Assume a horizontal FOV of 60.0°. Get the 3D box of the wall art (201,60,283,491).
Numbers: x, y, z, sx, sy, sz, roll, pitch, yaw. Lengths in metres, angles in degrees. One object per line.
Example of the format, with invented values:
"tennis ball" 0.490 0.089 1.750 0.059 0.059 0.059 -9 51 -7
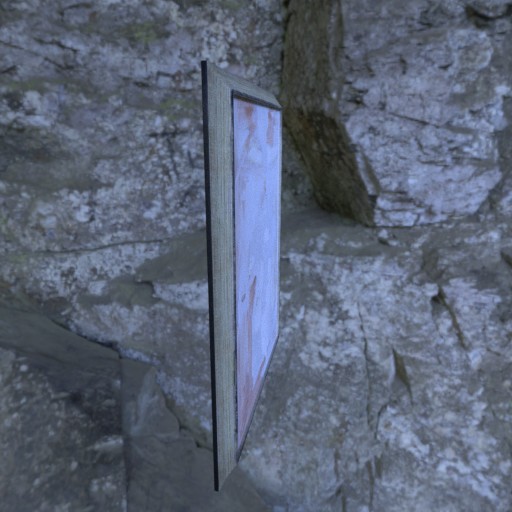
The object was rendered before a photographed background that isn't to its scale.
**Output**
"wall art" 0.000 0.000 0.624 0.023 0.457 0.381 3 16 11
